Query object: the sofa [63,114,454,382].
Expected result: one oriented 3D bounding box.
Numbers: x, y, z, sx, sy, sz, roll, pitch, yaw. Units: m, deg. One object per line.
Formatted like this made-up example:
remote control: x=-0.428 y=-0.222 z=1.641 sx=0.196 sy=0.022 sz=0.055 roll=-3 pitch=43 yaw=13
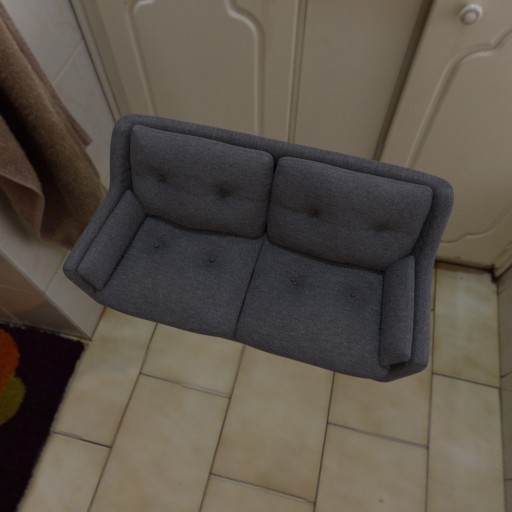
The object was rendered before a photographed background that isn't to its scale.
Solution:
sofa: x=0.000 y=0.000 z=2.504 sx=1.929 sy=0.896 sz=0.975 roll=14 pitch=61 yaw=8
